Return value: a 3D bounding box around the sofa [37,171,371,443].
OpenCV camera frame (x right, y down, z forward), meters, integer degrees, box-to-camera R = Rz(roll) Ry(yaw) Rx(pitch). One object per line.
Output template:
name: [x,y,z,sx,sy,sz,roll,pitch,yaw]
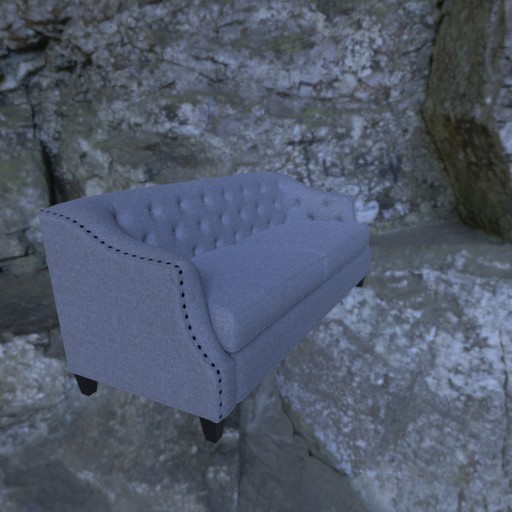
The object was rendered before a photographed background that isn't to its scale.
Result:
sofa: [0.000,0.000,2.705,0.914,0.901,2.235,8,17,27]
